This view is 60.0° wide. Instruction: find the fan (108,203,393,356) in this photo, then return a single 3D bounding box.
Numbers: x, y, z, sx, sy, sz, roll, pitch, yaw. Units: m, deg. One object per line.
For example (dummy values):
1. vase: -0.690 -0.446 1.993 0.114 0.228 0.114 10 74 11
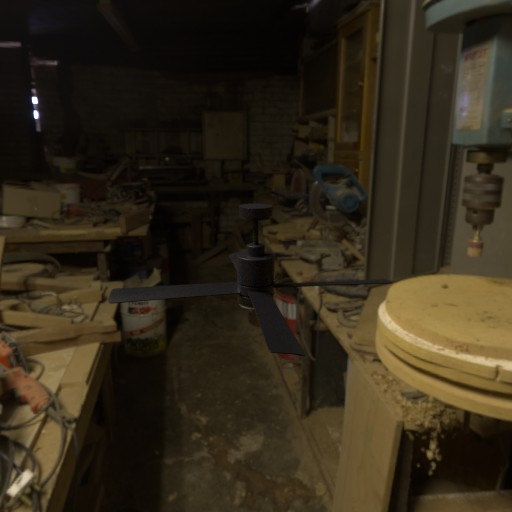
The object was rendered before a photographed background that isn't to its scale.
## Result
1. fan: 0.000 0.000 2.350 1.525 0.534 1.525 -2 15 -8
